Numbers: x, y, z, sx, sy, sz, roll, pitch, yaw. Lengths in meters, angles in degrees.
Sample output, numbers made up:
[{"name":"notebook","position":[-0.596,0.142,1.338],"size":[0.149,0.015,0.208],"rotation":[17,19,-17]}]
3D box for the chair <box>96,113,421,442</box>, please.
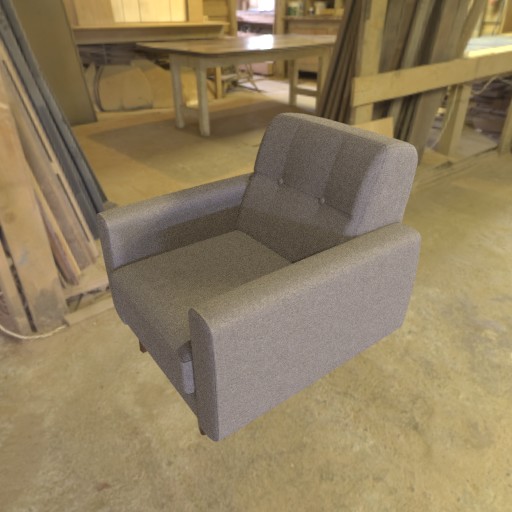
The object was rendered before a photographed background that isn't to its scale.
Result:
[{"name":"chair","position":[0.000,0.000,1.607],"size":[0.907,0.839,0.831],"rotation":[-20,36,-31]}]
